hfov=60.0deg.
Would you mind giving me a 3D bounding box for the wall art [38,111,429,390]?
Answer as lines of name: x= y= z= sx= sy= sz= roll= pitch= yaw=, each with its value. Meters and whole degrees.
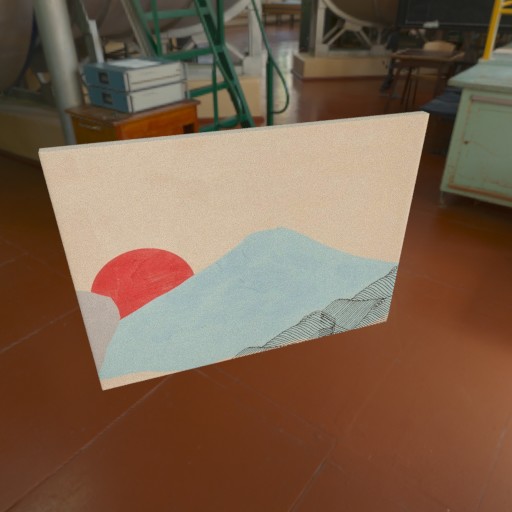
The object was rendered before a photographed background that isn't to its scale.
wall art: x=0.000 y=0.000 z=1.587 sx=1.219 sy=0.912 sz=0.042 roll=-10 pitch=34 yaw=-16
